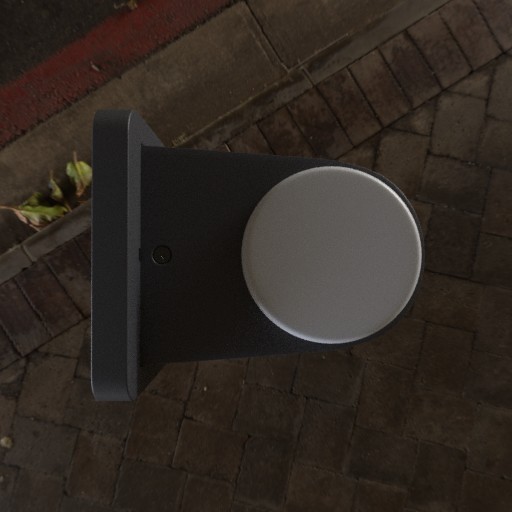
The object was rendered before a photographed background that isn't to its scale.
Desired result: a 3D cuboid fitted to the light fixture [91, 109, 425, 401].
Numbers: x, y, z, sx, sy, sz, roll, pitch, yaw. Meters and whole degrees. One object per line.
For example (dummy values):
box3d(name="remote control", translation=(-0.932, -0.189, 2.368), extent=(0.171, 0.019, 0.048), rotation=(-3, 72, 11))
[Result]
box3d(name="light fixture", translation=(0.000, 0.000, 0.210), extent=(0.132, 0.109, 0.109), rotation=(0, 89, 0))
